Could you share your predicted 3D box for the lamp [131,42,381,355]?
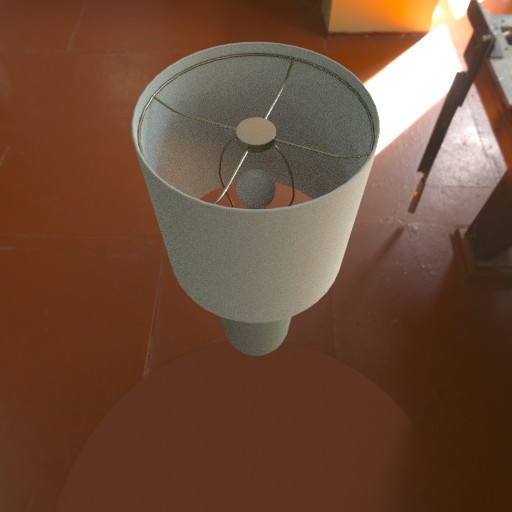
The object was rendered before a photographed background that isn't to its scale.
[{"bbox_3d":[0.000,0.000,0.596,0.220,0.475,0.220,31,63,18],"label":"lamp"}]
